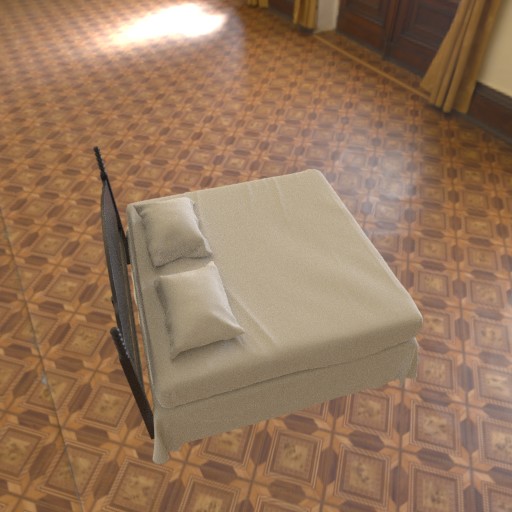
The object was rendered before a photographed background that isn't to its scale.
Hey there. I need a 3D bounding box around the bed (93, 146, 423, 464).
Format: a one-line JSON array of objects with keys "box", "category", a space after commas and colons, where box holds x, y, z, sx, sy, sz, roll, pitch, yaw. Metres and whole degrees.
[{"box": [0.000, 0.000, 3.661, 2.219, 1.355, 2.322, -12, 47, -12], "category": "bed"}]
